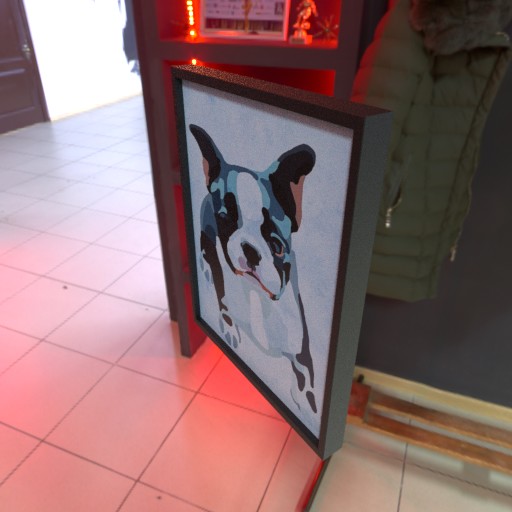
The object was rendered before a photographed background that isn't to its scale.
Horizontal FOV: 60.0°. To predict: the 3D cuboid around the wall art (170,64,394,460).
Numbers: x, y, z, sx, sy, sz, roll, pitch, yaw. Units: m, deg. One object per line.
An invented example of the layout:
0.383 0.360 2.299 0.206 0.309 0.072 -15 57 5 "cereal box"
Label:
0.000 0.000 0.501 0.030 0.369 0.294 -20 36 -30 "wall art"
